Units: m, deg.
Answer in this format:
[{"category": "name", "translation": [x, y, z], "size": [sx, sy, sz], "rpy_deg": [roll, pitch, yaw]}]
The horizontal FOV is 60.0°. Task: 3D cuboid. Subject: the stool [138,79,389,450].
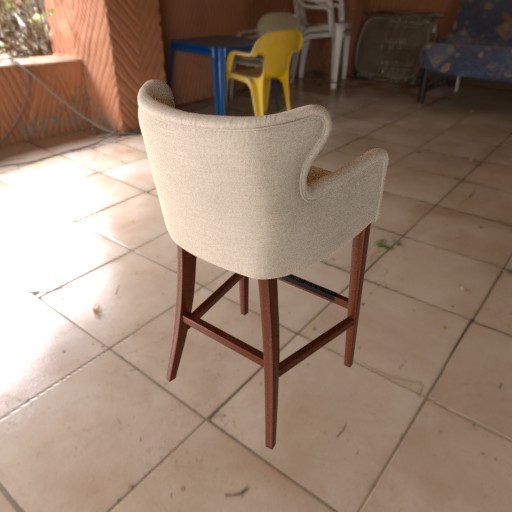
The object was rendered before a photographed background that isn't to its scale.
[{"category": "stool", "translation": [0.000, 0.000, 1.393], "size": [0.556, 1.034, 0.563], "rpy_deg": [22, 38, 31]}]
